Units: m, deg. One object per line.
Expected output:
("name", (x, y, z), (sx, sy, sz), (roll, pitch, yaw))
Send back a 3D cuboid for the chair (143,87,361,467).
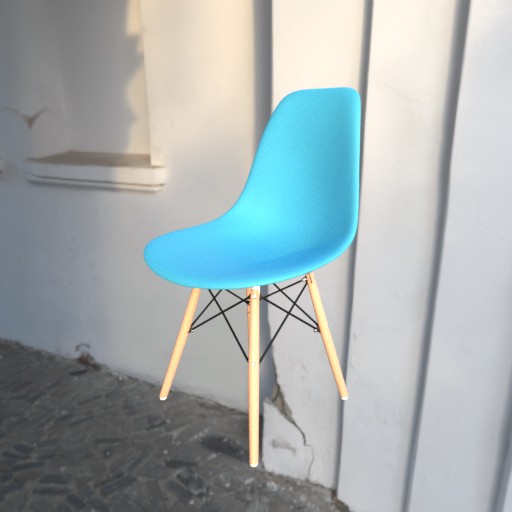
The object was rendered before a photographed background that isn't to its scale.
("chair", (0.000, 0.000, 1.128), (0.470, 0.826, 0.531), (16, 23, 42))
